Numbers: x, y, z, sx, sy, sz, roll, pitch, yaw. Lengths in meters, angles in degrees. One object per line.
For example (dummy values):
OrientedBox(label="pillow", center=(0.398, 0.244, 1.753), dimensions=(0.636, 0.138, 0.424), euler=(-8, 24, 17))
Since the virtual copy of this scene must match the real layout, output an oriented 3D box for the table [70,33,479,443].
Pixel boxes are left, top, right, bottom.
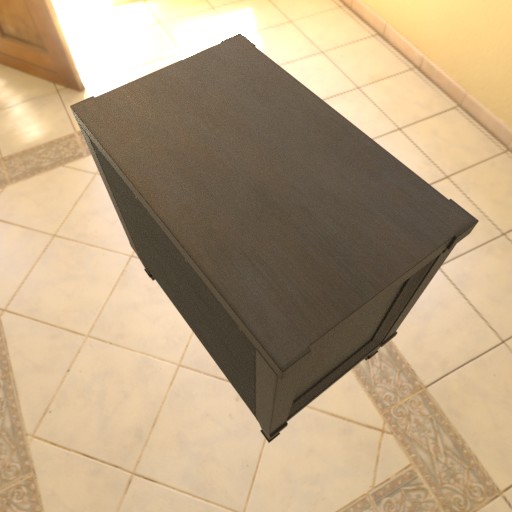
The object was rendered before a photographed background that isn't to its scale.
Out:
OrientedBox(label="table", center=(0.000, 0.000, 1.070), dimensions=(0.413, 0.660, 0.660), euler=(-33, 64, -19))
